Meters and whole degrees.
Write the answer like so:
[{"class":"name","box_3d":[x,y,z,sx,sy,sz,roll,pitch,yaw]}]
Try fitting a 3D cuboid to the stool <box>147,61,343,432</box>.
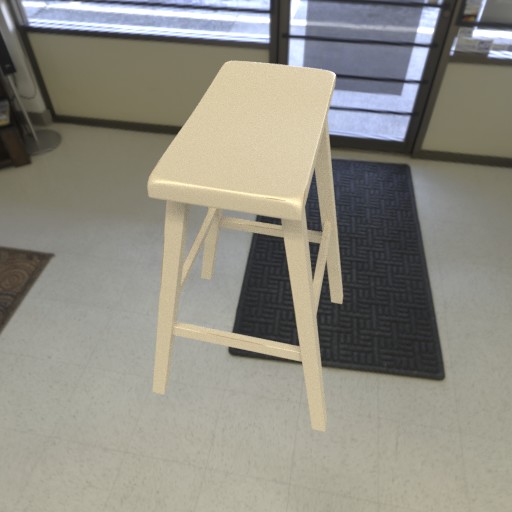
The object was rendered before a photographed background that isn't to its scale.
[{"class":"stool","box_3d":[0.000,0.000,1.066,0.476,0.737,0.457,10,47,9]}]
